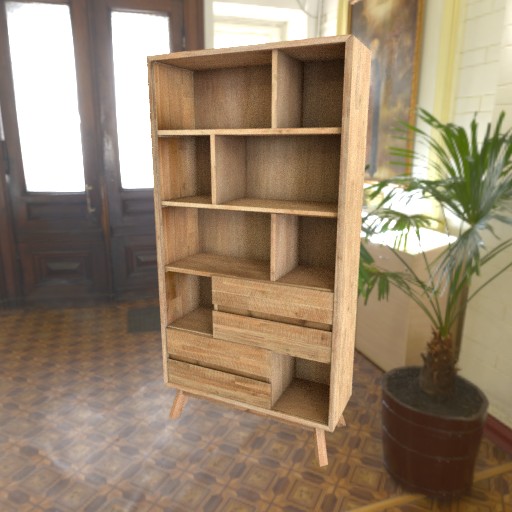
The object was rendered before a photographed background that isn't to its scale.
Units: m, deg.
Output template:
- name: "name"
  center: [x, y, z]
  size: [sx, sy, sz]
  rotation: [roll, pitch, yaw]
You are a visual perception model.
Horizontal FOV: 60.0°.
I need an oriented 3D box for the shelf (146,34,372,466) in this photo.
- name: "shelf"
  center: [0.000, 0.000, 1.740]
  size: [0.748, 1.471, 0.308]
  rotation: [7, 16, 25]
